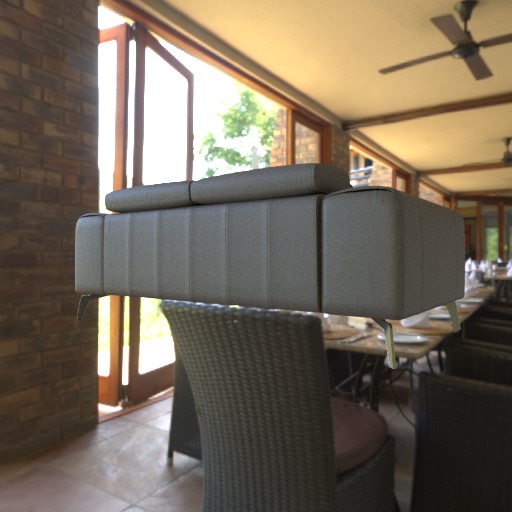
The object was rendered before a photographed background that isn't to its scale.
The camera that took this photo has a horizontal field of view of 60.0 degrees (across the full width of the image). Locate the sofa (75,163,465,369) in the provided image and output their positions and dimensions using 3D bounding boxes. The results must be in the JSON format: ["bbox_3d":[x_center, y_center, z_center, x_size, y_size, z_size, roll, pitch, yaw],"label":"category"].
[{"bbox_3d":[0.000,0.000,2.432,1.930,0.753,1.024,0,0,36],"label":"sofa"}]
